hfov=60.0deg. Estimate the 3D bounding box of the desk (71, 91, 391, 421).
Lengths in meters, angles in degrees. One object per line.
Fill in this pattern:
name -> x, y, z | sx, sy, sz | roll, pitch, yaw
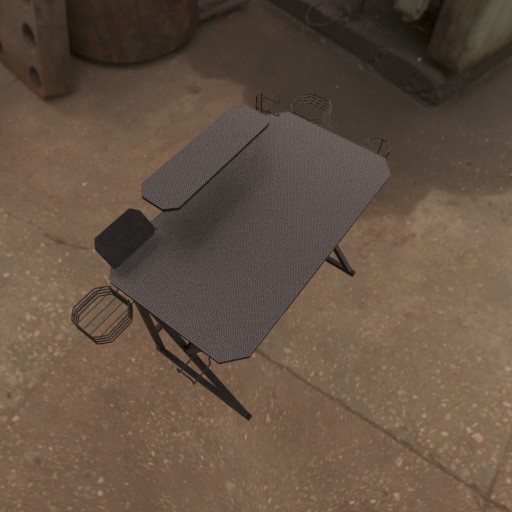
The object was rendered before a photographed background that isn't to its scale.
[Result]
desk -> 0.000, 0.000, 1.740 | 0.580, 0.880, 1.290 | 32, 63, 19
